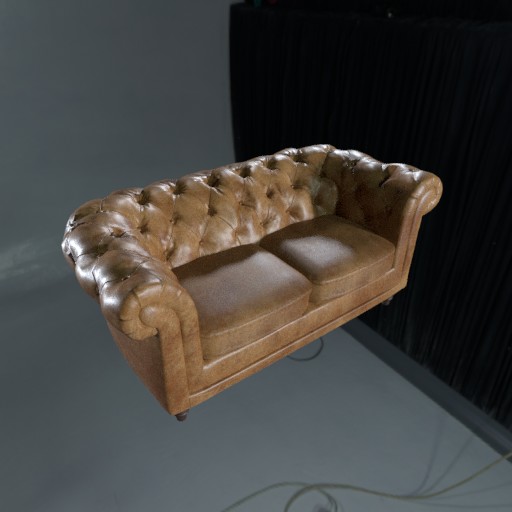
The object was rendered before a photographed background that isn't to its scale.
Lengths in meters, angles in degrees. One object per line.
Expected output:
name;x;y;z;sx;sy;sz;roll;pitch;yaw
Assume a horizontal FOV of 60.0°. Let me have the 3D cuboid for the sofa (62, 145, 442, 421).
sofa;0.000;0.000;2.549;1.979;0.877;1.042;-21;37;-31
